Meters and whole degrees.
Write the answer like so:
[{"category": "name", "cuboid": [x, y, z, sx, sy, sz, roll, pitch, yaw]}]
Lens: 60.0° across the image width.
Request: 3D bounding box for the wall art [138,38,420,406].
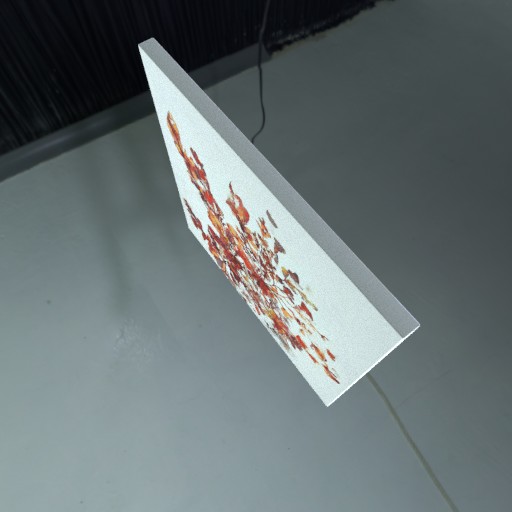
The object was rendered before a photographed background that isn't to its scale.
[{"category": "wall art", "cuboid": [0.000, 0.000, 1.482, 0.049, 1.009, 1.009, -34, 69, -15]}]
